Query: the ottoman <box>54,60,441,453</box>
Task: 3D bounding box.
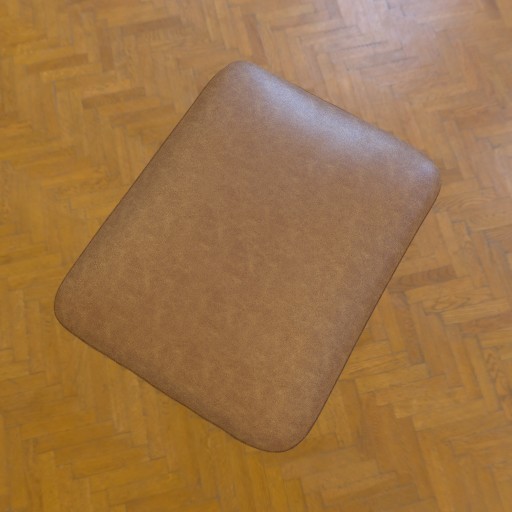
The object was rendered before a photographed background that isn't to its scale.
[{"bbox_3d":[0.000,0.000,1.115,0.593,0.478,0.747,30,78,7],"label":"ottoman"}]
